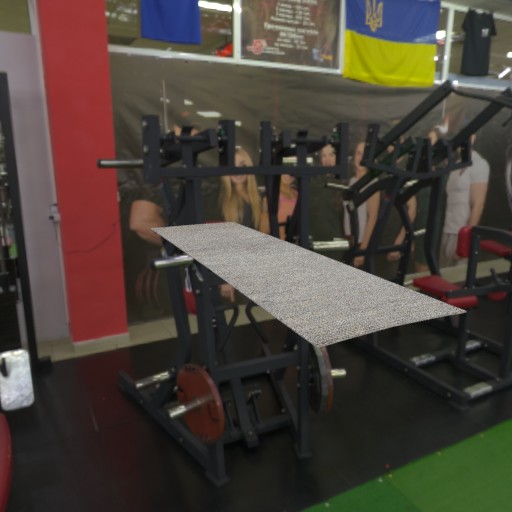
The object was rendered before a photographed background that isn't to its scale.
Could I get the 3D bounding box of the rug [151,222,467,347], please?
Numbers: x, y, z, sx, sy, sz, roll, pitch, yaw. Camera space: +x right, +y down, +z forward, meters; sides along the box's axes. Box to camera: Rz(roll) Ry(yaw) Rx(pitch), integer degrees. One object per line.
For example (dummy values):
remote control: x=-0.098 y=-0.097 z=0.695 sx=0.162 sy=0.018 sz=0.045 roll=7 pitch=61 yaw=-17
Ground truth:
rug: x=0.000 y=0.000 z=2.575 sx=0.697 sy=0.013 sz=2.335 roll=-7 pitch=15 yaw=-25
